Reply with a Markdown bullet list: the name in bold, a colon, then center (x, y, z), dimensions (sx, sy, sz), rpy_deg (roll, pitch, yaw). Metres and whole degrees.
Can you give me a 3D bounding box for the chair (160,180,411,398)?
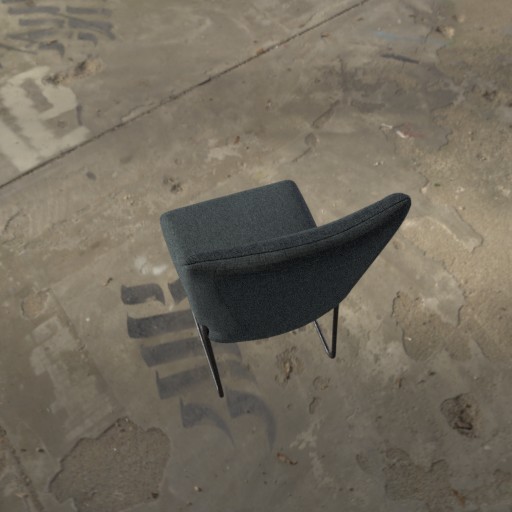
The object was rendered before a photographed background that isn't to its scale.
- **chair**: center (0.000, 0.000, 1.298), dimensions (0.480, 0.931, 0.635), rpy_deg (-17, 59, -10)
